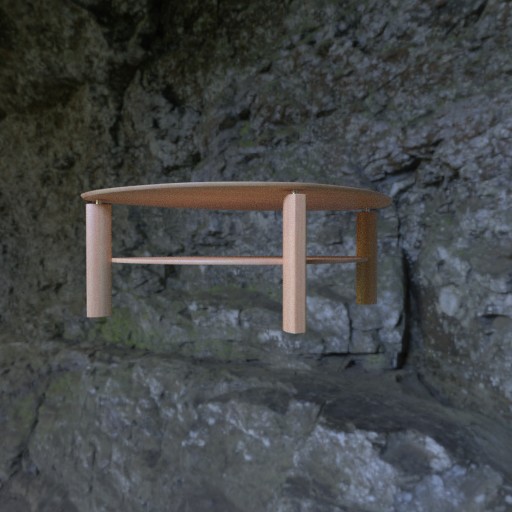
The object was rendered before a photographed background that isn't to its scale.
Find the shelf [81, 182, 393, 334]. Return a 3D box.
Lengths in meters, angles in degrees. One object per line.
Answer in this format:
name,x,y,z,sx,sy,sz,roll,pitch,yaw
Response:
shelf,0.000,0.000,1.680,1.246,0.440,0.845,0,1,-19
